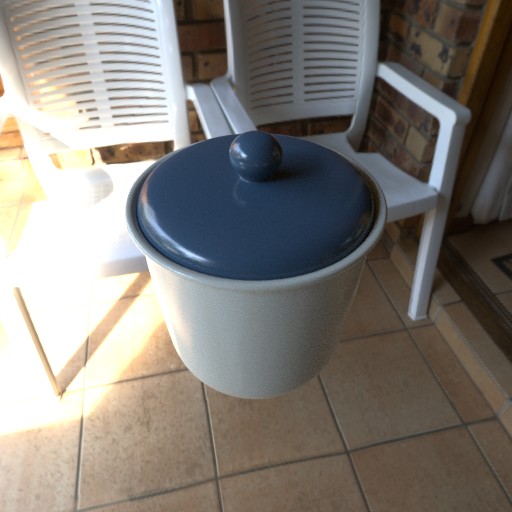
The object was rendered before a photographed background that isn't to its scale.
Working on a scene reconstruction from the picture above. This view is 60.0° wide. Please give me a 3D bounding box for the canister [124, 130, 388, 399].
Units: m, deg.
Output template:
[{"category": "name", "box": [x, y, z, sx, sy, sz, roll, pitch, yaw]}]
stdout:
[{"category": "canister", "box": [0.000, 0.000, 0.352, 0.182, 0.208, 0.182, 0, 42, 0]}]
